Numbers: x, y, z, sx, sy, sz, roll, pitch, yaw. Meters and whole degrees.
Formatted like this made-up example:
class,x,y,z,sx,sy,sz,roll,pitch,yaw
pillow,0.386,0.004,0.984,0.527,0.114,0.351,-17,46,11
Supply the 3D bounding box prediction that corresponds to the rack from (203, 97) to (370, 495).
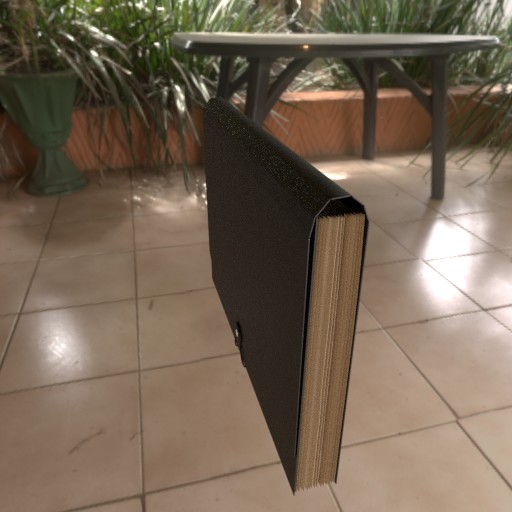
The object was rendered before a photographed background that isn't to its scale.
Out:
class,x,y,z,sx,sy,sz,roll,pitch,yaw
rack,0.000,0.000,0.424,0.041,0.241,0.330,-8,29,-14
